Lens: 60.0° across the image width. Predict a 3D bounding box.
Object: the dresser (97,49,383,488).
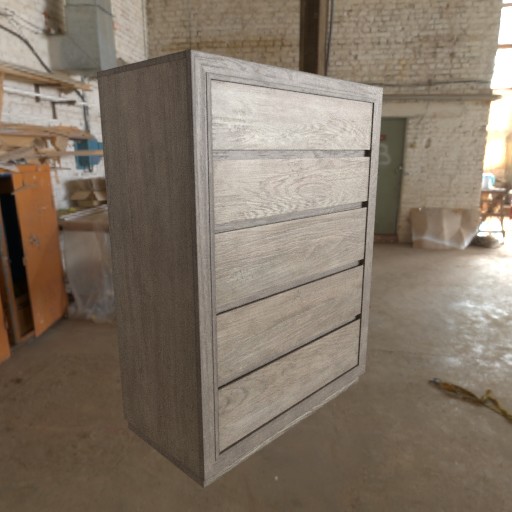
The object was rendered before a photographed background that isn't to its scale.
[{"bbox_3d":[0.000,0.000,1.743,0.483,1.295,0.967,13,18,42],"label":"dresser"}]
